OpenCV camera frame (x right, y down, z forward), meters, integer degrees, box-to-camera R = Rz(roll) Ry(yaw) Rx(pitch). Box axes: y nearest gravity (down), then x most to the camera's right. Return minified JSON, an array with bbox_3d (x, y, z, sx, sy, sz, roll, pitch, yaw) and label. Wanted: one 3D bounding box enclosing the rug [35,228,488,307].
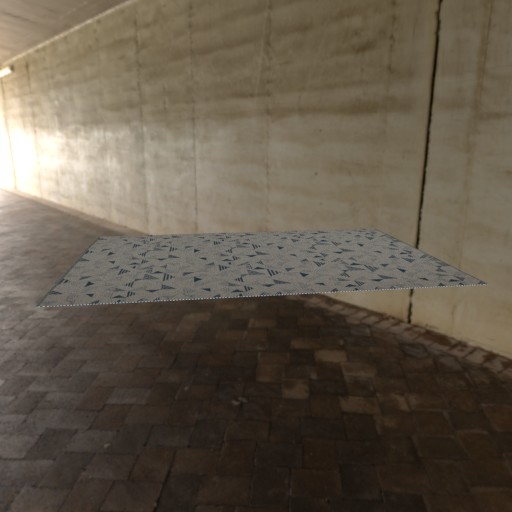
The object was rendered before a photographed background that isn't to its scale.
[{"bbox_3d":[0.000,0.000,2.335,1.835,0.003,1.206,-2,15,-8],"label":"rug"}]
